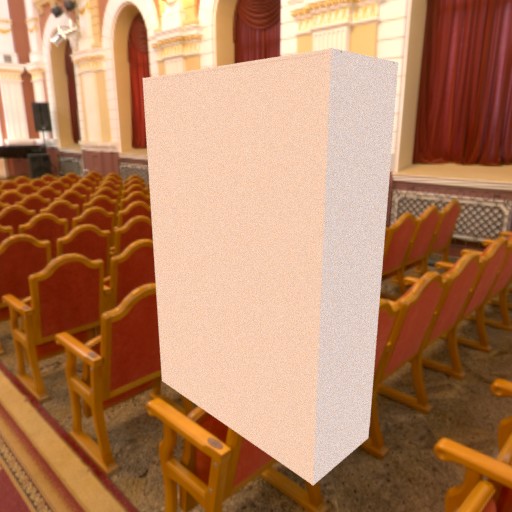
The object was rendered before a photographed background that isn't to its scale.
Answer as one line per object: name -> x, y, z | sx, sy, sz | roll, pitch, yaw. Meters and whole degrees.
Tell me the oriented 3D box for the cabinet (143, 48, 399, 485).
cabinet -> 0.000, 0.000, 2.465 | 0.510, 1.910, 1.290 | -15, 21, -43
